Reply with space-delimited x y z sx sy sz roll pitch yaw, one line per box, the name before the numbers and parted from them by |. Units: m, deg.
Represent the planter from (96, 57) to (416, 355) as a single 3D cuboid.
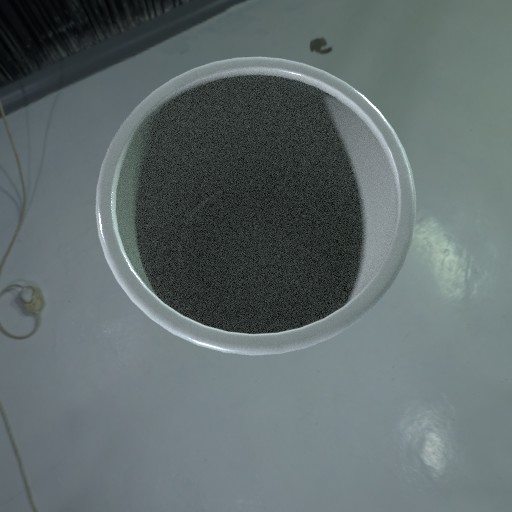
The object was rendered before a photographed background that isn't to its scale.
planter | 0.000 0.000 0.557 0.265 0.404 0.265 -33 77 -9
